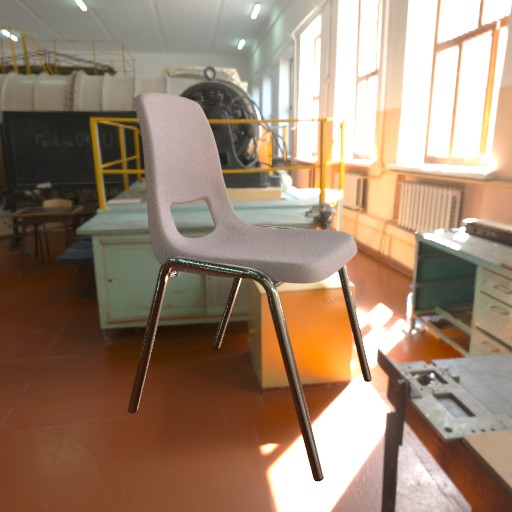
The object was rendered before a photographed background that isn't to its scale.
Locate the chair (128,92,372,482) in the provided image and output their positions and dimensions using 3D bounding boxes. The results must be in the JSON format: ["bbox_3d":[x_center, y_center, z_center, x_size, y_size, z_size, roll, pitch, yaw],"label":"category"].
[{"bbox_3d":[0.000,0.000,0.917,0.436,0.653,0.381,7,16,26],"label":"chair"}]
